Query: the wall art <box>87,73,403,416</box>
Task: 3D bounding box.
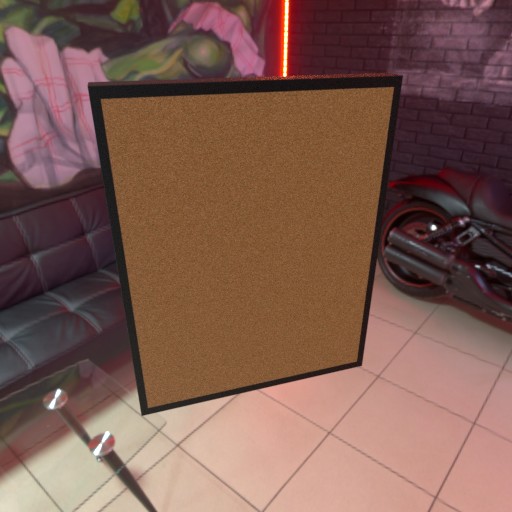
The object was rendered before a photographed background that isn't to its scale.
[{"bbox_3d":[0.000,0.000,0.494,0.294,0.369,0.030,-8,28,-15],"label":"wall art"}]
